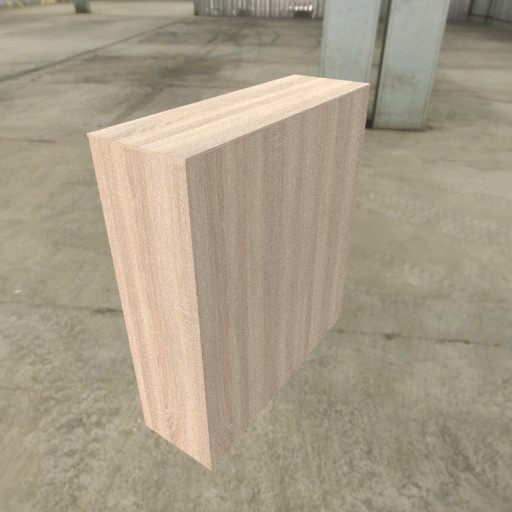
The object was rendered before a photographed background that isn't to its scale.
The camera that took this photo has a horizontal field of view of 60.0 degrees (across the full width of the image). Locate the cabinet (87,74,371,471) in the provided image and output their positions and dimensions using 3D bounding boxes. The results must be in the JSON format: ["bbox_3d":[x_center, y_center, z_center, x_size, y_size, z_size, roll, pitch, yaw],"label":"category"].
[{"bbox_3d":[0.000,0.000,3.087,0.620,2.060,1.870,20,37,29],"label":"cabinet"}]
